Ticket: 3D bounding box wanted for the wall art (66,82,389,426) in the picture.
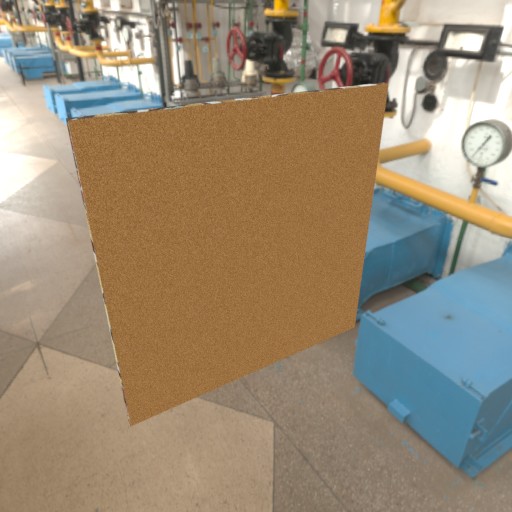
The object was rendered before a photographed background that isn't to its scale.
[{"bbox_3d":[0.000,0.000,0.595,0.404,0.406,0.010,-17,34,-27],"label":"wall art"}]
